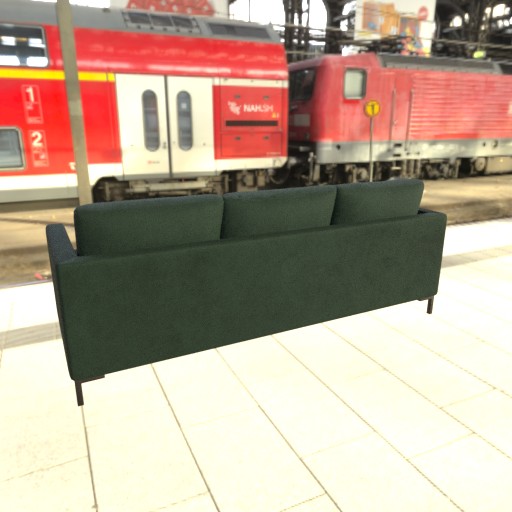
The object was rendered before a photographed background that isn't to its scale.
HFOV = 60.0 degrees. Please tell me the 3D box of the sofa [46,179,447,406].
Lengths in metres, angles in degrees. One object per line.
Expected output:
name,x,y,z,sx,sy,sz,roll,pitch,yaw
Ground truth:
sofa,0.000,0.000,2.655,2.218,0.870,0.859,-8,19,-26
